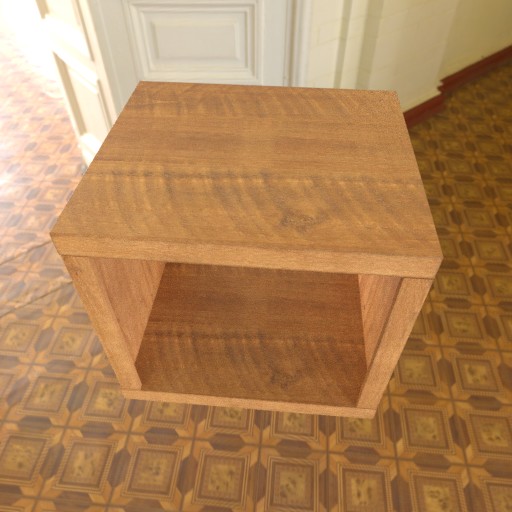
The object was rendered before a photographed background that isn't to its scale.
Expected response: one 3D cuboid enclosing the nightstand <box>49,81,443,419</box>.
[{"bbox_3d":[0.000,0.000,0.873,0.493,0.491,0.436,4,46,3],"label":"nightstand"}]
